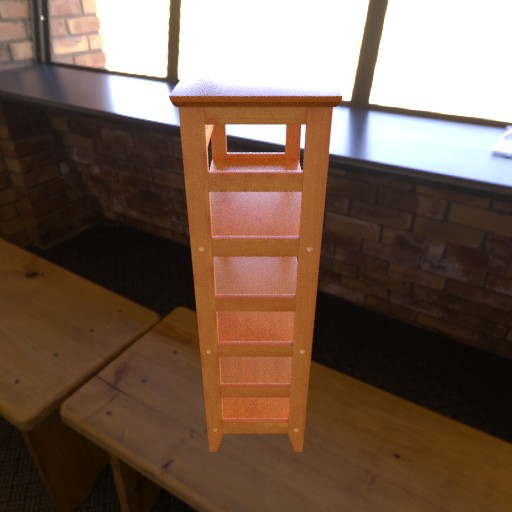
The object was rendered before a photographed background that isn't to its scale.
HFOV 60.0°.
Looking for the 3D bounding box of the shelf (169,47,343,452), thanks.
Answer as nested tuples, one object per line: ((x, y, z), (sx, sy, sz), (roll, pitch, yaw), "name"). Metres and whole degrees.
((0.000, 0.000, 1.334), (0.305, 1.067, 0.660), (0, 32, 0), "shelf")
